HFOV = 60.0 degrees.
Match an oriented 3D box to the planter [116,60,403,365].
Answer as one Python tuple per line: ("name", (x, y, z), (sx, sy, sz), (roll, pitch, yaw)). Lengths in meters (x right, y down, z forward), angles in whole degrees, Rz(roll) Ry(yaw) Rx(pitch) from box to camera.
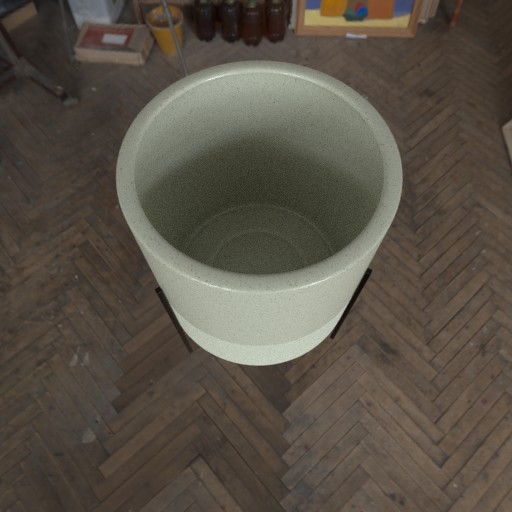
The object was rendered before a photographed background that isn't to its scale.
("planter", (0.000, 0.000, 0.698), (0.323, 0.475, 0.314), (-33, 68, -15))
